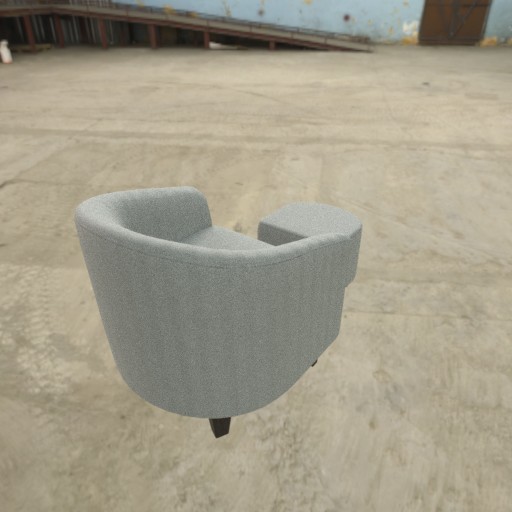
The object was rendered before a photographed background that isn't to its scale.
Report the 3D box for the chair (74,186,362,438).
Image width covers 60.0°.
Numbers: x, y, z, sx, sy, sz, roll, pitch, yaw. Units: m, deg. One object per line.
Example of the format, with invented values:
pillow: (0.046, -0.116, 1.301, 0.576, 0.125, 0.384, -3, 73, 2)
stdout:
chair: (0.000, 0.000, 1.730, 0.756, 0.757, 1.288, 21, 37, 32)
